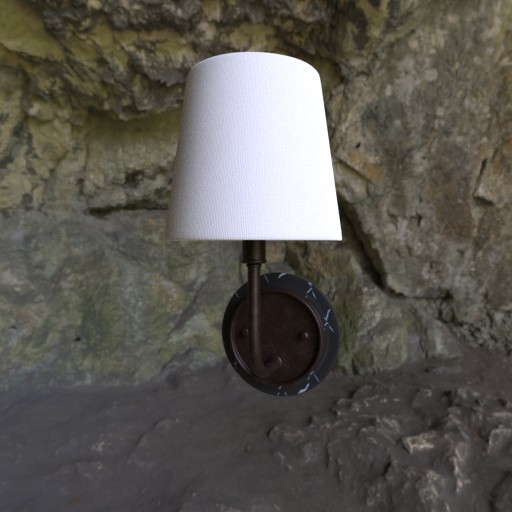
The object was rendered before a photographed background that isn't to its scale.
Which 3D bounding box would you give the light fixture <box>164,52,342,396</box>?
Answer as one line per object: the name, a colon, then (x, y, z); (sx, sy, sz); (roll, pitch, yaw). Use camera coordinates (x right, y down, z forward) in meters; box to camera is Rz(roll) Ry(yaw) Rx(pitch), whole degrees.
light fixture: (0.000, 0.000, 0.437); (0.168, 0.337, 0.188); (1, 2, 18)
